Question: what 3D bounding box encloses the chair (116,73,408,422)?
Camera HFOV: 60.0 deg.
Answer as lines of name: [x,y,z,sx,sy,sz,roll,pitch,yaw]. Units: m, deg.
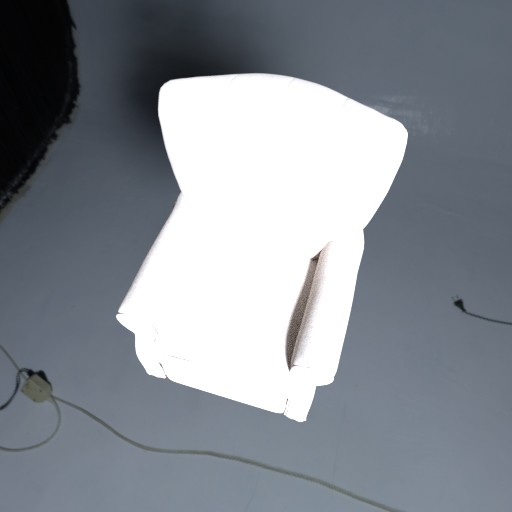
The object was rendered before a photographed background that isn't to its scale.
chair: [0.000,0.000,1.917,0.942,1.209,1.025,14,57,9]
